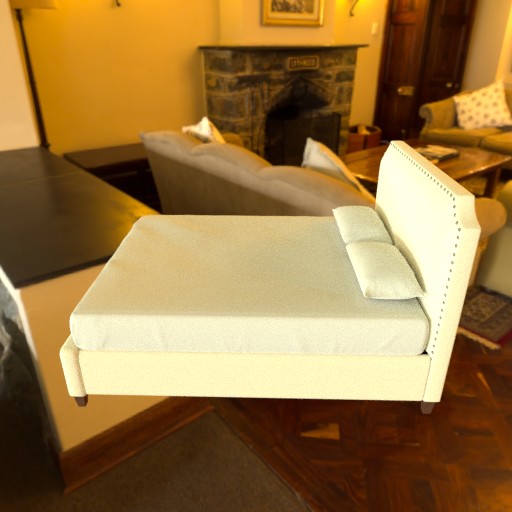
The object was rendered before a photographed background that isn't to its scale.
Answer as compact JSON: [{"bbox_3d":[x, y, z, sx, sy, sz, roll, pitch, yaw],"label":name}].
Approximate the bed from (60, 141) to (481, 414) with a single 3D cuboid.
[{"bbox_3d":[0.000,0.000,3.275,2.329,1.415,1.703,1,26,1],"label":"bed"}]
